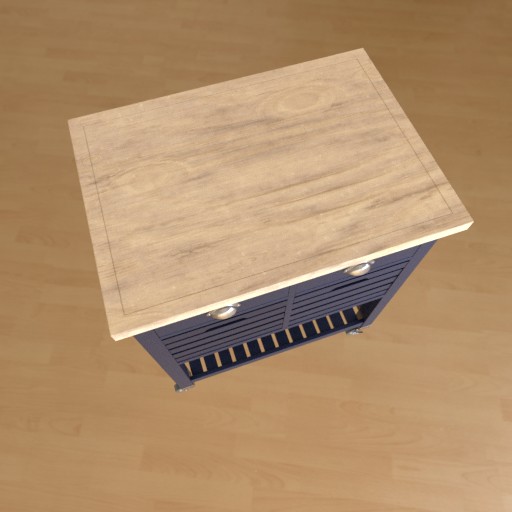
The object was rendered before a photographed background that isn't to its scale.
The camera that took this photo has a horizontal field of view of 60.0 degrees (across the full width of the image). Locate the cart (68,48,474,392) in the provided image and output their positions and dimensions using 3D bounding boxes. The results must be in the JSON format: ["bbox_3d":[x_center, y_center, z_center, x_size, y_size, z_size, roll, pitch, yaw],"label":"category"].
[{"bbox_3d":[0.000,0.000,1.427,0.797,0.920,0.567,-17,65,-8],"label":"cart"}]
